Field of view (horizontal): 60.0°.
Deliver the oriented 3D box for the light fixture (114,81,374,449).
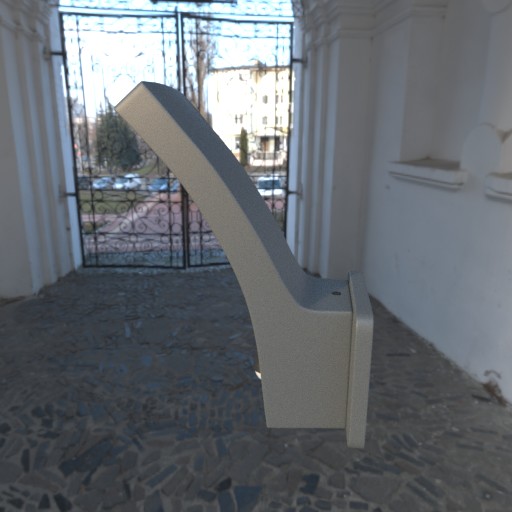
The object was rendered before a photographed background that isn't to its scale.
[{"bbox_3d":[0.000,0.000,0.332,0.174,0.243,0.108,2,15,8],"label":"light fixture"}]
